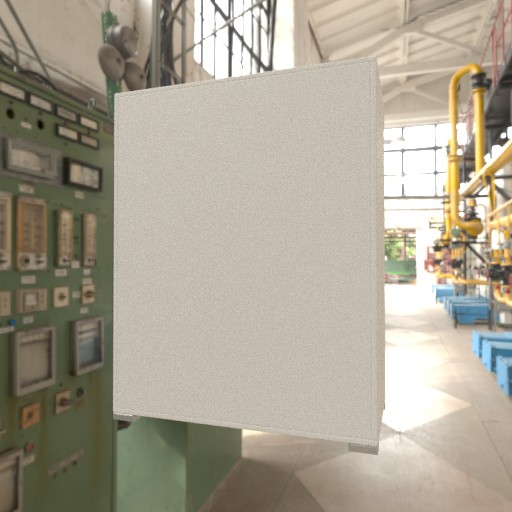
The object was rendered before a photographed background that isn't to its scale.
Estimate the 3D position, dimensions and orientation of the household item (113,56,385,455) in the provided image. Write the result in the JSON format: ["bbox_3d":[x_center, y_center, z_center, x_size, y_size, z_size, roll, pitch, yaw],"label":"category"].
[{"bbox_3d":[0.000,0.000,1.446,0.790,1.010,0.420,0,-1,19],"label":"household item"}]
